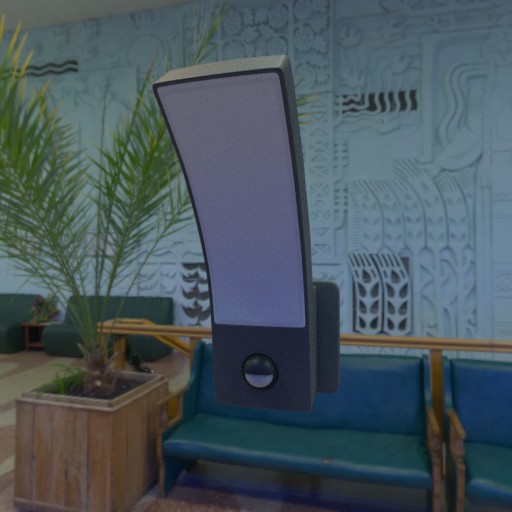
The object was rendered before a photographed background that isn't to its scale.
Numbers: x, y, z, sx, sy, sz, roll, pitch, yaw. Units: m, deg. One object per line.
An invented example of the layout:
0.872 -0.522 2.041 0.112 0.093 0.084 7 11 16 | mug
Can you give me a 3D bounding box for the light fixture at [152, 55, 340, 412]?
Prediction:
0.000 0.000 0.338 0.108 0.243 0.174 0 -1 17 | light fixture
